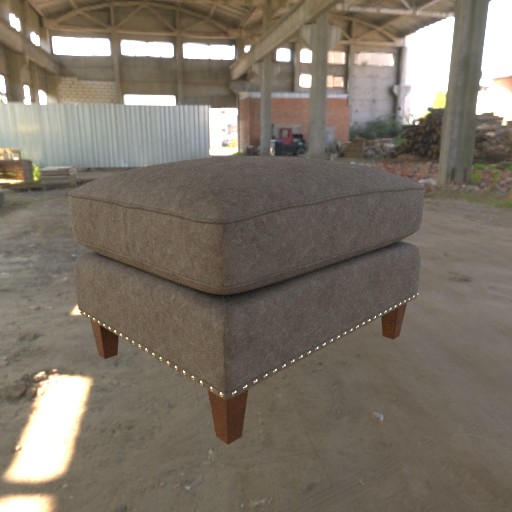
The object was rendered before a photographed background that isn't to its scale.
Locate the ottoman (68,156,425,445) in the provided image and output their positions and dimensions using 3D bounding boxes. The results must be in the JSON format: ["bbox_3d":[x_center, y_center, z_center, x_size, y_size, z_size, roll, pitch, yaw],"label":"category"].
[{"bbox_3d":[0.000,0.000,1.169,0.584,0.513,0.741,14,20,43],"label":"ottoman"}]
